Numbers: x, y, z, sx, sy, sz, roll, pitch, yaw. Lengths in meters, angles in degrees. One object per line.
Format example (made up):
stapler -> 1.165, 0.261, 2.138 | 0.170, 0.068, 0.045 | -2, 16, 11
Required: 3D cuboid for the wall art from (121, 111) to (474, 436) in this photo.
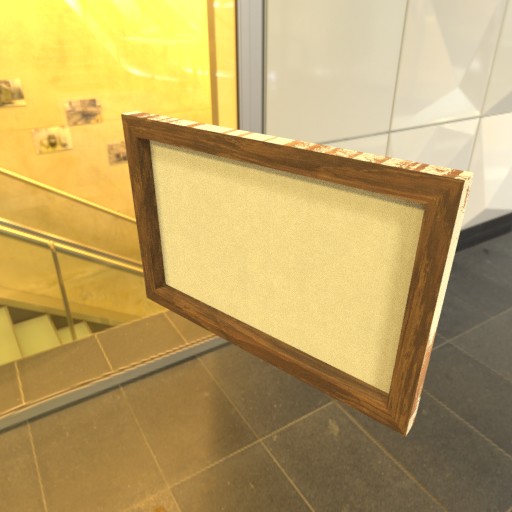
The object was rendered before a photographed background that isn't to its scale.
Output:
wall art -> 0.000, 0.000, 0.757 | 0.609, 0.405, 0.035 | 21, 34, 33
